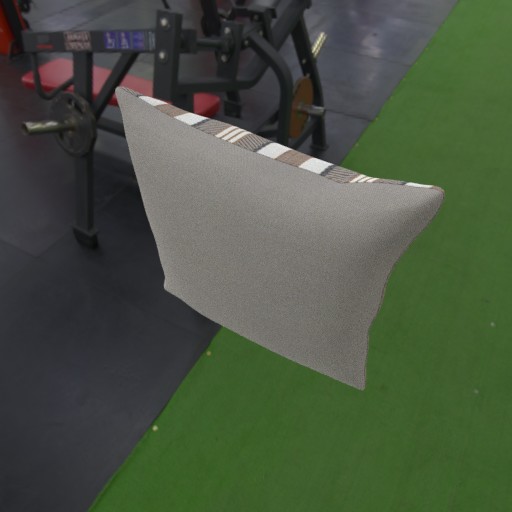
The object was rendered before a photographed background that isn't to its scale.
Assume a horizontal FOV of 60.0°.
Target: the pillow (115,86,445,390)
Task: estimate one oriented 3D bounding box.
[{"bbox_3d":[0.000,0.000,0.631,0.416,0.401,0.173,24,51,21],"label":"pillow"}]
